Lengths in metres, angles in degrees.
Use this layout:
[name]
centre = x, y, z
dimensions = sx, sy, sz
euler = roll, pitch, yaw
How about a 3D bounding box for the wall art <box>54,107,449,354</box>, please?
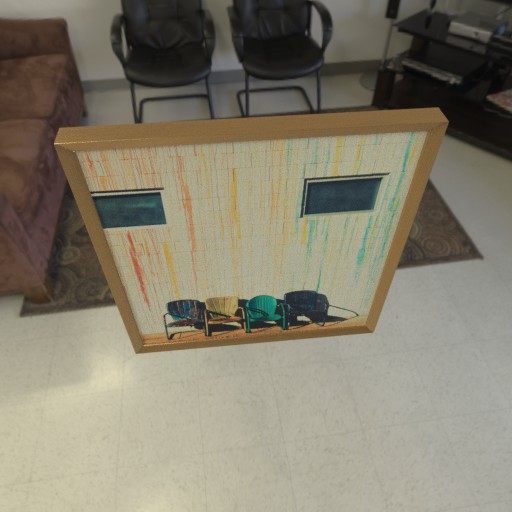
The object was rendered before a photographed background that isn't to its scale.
[wall art]
centre = 0.000, 0.000, 0.762
dimensions = 0.505, 0.505, 0.037
euler = -4, 48, -4
